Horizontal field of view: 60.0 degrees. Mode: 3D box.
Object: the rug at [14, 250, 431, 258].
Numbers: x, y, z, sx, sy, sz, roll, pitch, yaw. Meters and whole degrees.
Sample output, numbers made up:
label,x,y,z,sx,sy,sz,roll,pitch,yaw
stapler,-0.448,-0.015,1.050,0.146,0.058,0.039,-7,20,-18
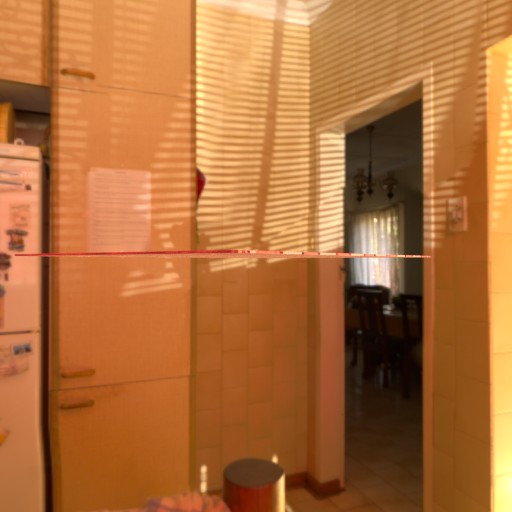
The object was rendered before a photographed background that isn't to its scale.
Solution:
label,x,y,z,sx,sy,sz,roll,pitch,yaw
rug,0.000,0.000,2.248,1.223,0.008,1.817,0,-1,37
